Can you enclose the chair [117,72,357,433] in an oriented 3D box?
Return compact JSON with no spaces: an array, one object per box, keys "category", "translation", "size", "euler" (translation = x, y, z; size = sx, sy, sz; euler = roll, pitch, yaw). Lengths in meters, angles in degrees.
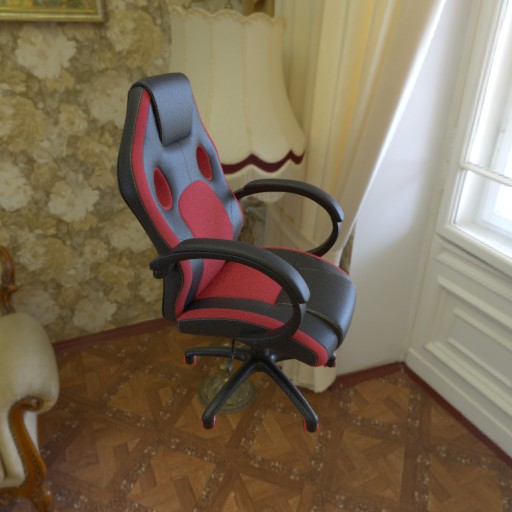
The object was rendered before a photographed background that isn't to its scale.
[{"category":"chair","translation":[0.000,0.000,1.585],"size":[0.724,1.187,0.673],"euler":[9,29,17]}]
